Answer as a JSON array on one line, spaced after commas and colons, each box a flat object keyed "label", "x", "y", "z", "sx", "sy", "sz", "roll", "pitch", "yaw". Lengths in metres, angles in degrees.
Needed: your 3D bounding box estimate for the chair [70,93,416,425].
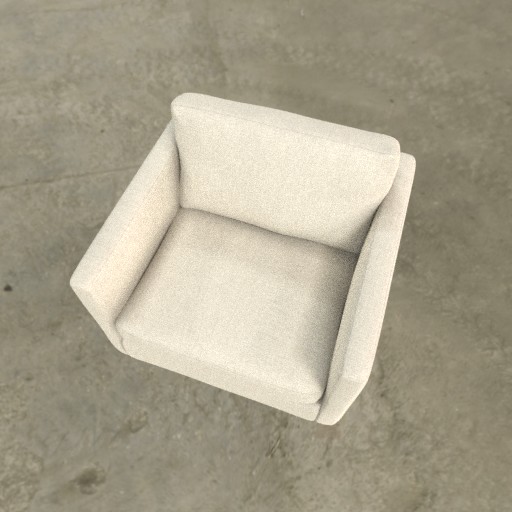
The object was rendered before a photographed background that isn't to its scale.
[{"label": "chair", "x": 0.000, "y": 0.000, "z": 1.754, "sx": 0.996, "sy": 0.919, "sz": 0.959, "roll": 17, "pitch": 60, "yaw": 10}]
